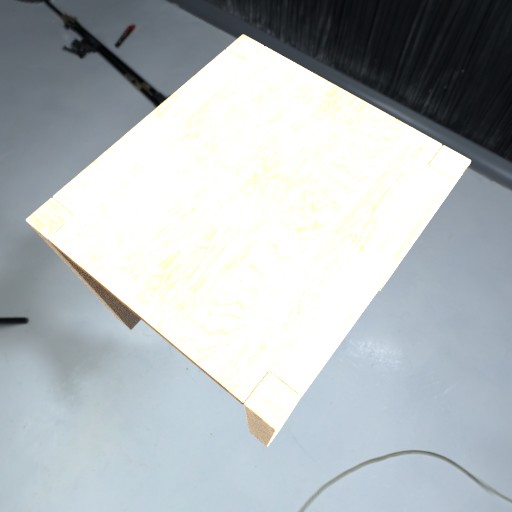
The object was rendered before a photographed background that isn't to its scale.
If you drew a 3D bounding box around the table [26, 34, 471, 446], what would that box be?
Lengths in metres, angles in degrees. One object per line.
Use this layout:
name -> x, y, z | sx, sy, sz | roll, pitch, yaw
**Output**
table -> 0.000, 0.000, 0.840 | 0.440, 0.450, 0.480 | 36, 70, 15
